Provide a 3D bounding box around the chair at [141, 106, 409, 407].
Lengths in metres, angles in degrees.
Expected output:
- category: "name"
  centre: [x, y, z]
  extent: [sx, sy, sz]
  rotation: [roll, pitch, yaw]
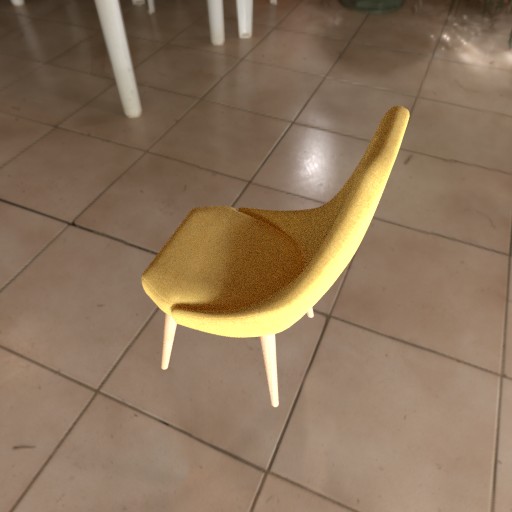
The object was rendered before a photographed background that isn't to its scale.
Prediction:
- category: "chair"
  centre: [0.000, 0.000, 1.385]
  extent: [0.660, 1.040, 0.510]
  rotation: [17, 50, 15]
